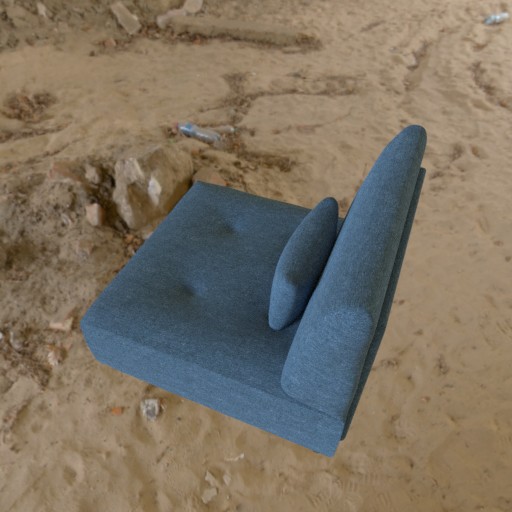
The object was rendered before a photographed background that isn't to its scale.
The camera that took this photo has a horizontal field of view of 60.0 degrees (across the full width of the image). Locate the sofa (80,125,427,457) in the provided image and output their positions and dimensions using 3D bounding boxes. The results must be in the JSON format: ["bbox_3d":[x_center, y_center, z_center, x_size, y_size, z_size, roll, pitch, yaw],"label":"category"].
[{"bbox_3d":[0.000,0.000,1.668,1.000,0.820,0.930,17,48,16],"label":"sofa"}]
